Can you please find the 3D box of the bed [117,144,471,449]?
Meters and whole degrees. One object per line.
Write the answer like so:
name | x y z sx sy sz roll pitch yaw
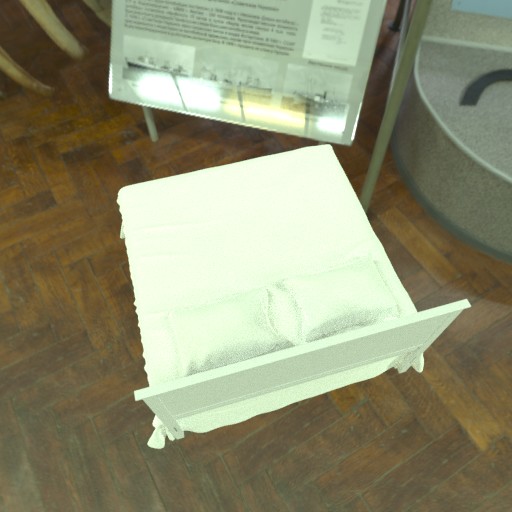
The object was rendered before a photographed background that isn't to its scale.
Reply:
bed | 0.000 0.000 3.572 2.317 1.273 2.215 -14 59 -8
